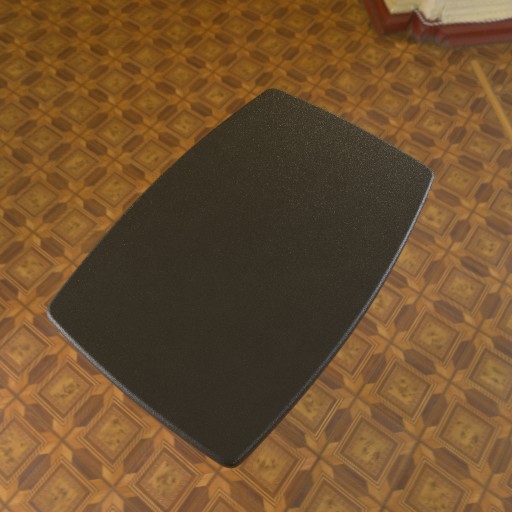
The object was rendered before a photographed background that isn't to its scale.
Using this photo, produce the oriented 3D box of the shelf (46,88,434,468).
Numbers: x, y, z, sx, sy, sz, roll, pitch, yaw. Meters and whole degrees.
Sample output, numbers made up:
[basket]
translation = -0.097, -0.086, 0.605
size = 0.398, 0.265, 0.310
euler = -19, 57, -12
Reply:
[shelf]
translation = 0.000, 0.000, 0.521
size = 0.280, 0.100, 0.410
euler = 33, 67, 16
